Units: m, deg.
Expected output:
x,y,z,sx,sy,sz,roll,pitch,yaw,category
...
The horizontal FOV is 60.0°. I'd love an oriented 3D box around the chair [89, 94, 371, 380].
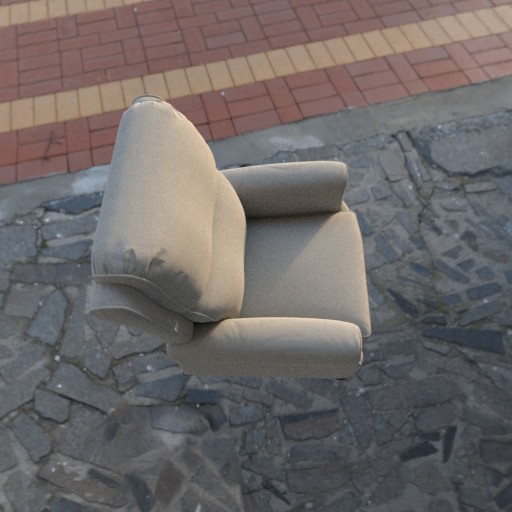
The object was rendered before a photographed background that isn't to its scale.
x,y,z,sx,sy,sz,roll,pitch,yaw,category
0.000,0.000,1.751,0.919,1.046,0.859,1,63,1,chair
